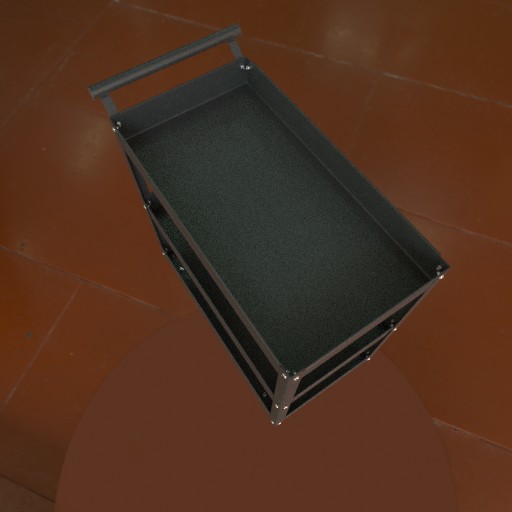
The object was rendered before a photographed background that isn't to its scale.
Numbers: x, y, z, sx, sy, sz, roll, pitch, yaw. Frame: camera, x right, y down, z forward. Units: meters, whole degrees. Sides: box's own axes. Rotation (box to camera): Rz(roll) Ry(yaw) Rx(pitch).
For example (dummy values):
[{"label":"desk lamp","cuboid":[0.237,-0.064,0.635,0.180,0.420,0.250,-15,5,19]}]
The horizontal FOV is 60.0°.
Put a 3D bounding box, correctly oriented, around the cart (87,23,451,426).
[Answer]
[{"label":"cart","cuboid":[0.000,0.000,1.171,0.366,0.780,0.719,-31,67,-15]}]
